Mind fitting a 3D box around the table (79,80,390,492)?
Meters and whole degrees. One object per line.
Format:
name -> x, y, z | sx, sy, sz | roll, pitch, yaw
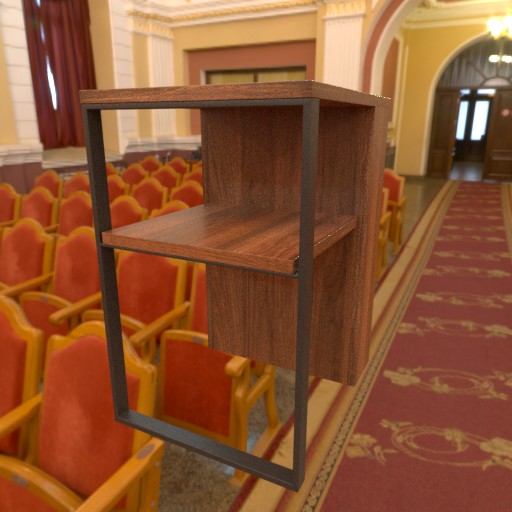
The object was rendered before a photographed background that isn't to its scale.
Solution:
table -> 0.000, 0.000, 1.523 | 0.660, 1.041, 0.786 | 8, 19, 26
